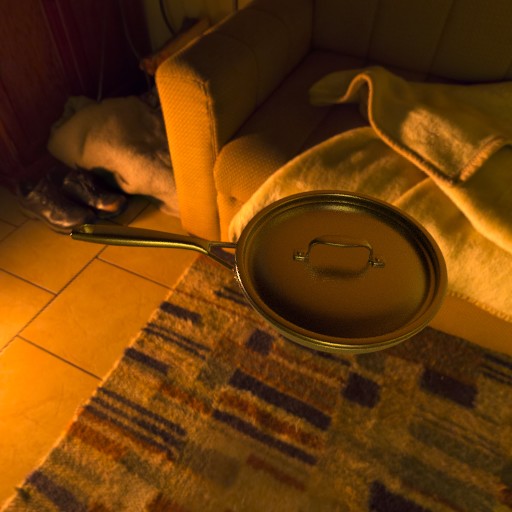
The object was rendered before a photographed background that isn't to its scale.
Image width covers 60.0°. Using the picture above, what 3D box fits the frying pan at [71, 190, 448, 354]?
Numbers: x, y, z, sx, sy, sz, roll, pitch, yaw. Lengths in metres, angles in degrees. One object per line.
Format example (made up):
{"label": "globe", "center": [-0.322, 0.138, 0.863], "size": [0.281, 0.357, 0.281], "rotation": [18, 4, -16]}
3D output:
{"label": "frying pan", "center": [0.000, 0.000, 0.593], "size": [0.490, 0.086, 0.272], "rotation": [5, 47, 4]}
